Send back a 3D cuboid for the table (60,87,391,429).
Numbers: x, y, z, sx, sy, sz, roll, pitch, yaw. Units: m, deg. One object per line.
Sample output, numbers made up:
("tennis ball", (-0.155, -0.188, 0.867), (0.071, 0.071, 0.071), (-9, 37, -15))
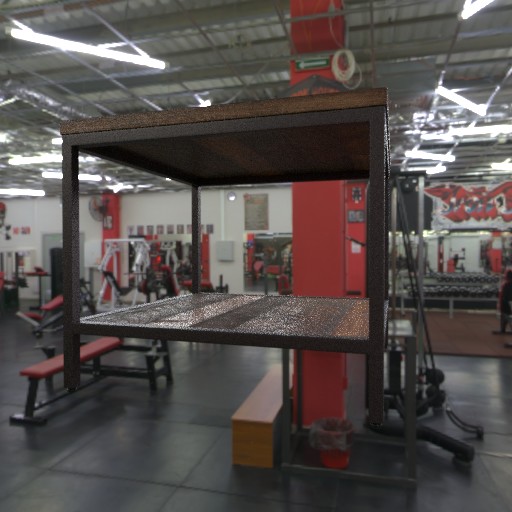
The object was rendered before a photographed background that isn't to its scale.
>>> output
("table", (0.000, 0.000, 0.962), (0.553, 0.482, 0.548), (0, 1, 17))
